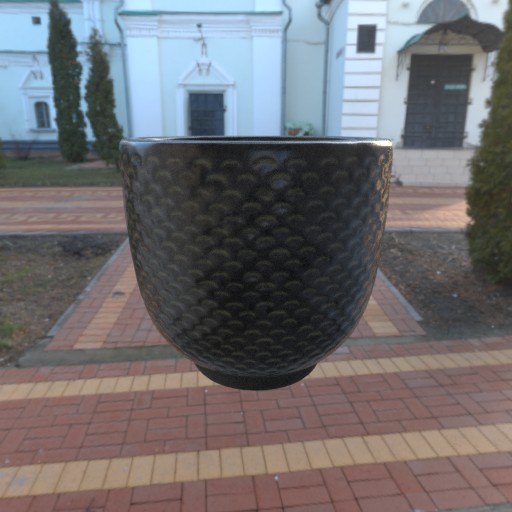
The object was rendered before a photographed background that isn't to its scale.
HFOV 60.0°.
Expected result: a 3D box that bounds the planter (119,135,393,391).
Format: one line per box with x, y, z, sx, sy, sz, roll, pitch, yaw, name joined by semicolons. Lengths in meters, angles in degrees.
0.000;0.000;0.310;0.172;0.160;0.172;0;16;0;planter
